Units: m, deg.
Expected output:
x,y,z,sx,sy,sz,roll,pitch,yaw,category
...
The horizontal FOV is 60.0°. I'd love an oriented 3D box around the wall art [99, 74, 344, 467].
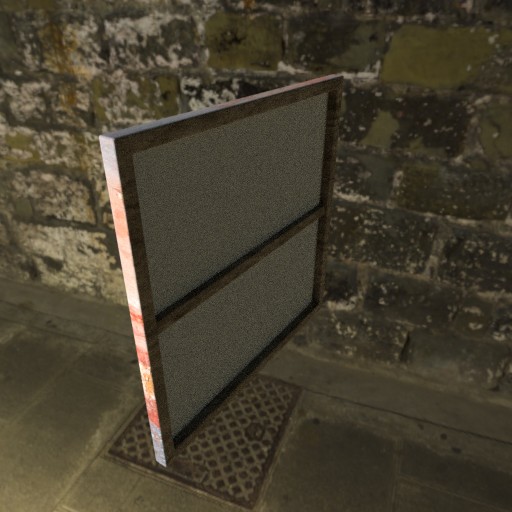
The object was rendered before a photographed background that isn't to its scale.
x,y,z,sx,sy,sz,roll,pitch,yaw,category
0.000,0.000,1.086,0.035,0.747,0.747,20,35,30,wall art
